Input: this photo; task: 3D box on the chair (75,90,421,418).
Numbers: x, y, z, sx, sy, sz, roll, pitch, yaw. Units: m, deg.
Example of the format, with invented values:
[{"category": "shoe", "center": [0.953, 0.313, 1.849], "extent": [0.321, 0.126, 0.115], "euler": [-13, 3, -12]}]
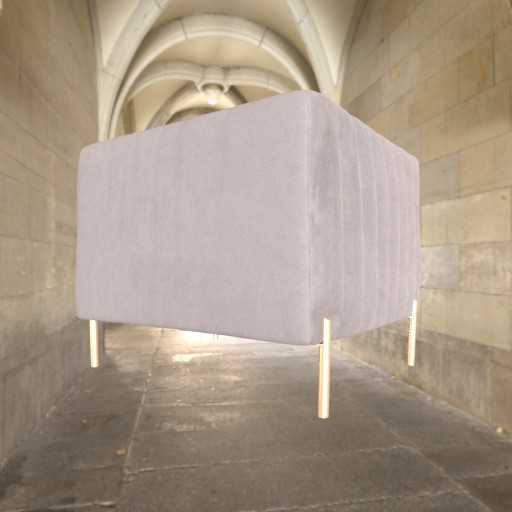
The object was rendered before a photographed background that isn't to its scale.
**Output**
[{"category": "chair", "center": [0.000, 0.000, 1.596], "extent": [0.981, 0.779, 0.873], "euler": [-1, -1, 35]}]
